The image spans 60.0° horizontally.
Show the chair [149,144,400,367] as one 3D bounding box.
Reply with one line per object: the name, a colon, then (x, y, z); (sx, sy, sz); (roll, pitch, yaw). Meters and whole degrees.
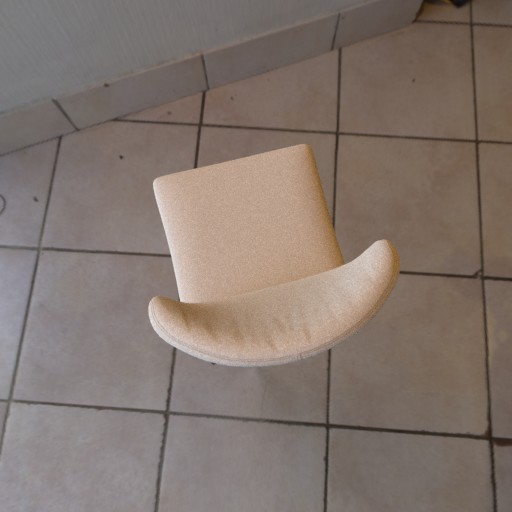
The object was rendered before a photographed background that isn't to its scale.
chair: (0.000, 0.000, 1.231); (0.491, 0.839, 0.592); (-14, 77, -3)
